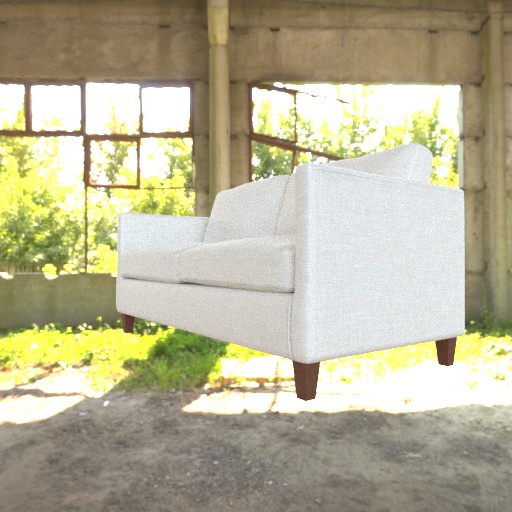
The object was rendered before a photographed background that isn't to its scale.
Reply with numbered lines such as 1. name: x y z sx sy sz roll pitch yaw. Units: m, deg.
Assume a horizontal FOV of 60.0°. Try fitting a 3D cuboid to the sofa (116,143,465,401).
1. sofa: 0.000 0.000 2.384 0.950 0.963 1.838 1 -1 -36
